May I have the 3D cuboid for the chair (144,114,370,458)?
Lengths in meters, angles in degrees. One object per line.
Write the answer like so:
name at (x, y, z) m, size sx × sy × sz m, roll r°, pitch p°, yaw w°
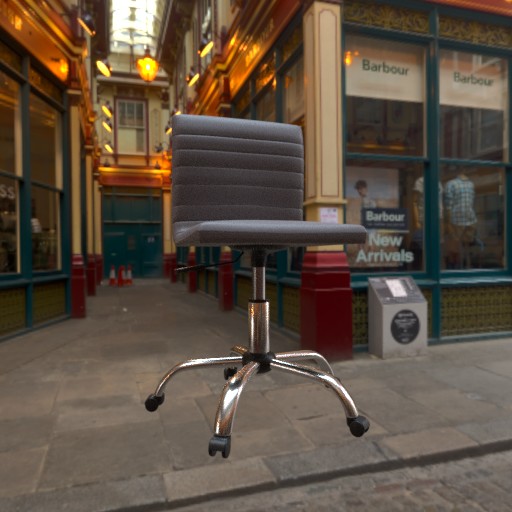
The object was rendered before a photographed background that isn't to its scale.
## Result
chair at (0.000, 0.000, 1.144) m, size 0.556 × 0.780 × 0.530 m, roll 0°, pitch 1°, yaw -19°
